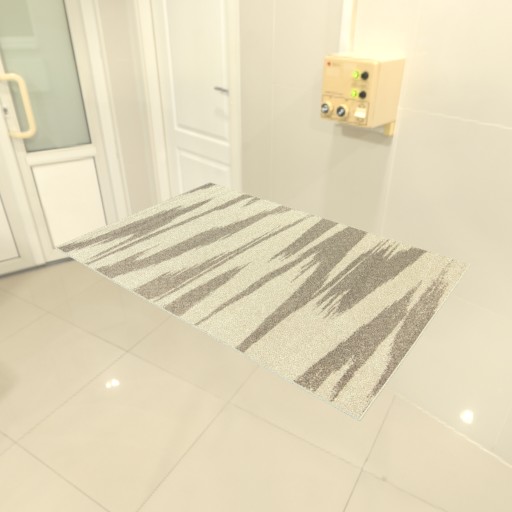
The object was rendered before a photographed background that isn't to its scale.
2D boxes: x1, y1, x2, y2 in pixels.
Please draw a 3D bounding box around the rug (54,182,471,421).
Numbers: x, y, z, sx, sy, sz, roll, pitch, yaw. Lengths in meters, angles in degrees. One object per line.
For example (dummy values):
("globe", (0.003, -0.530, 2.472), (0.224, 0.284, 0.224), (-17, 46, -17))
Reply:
("rug", (0.000, 0.000, 2.327), (1.827, 0.008, 1.225), (22, 37, 32))
